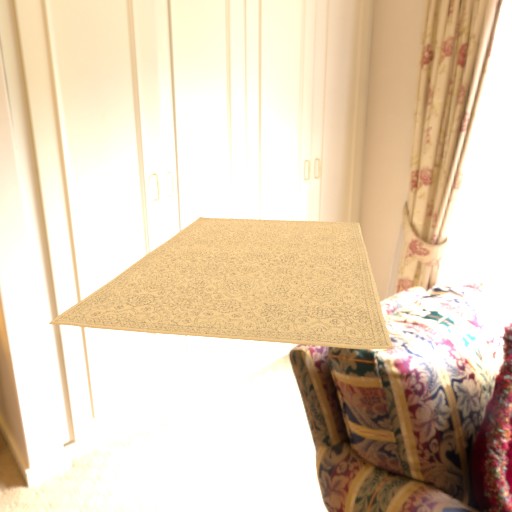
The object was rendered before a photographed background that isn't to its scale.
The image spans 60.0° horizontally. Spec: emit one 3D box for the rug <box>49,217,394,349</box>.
[{"bbox_3d":[0.000,0.000,3.036,1.518,0.023,2.434,3,17,9],"label":"rug"}]
